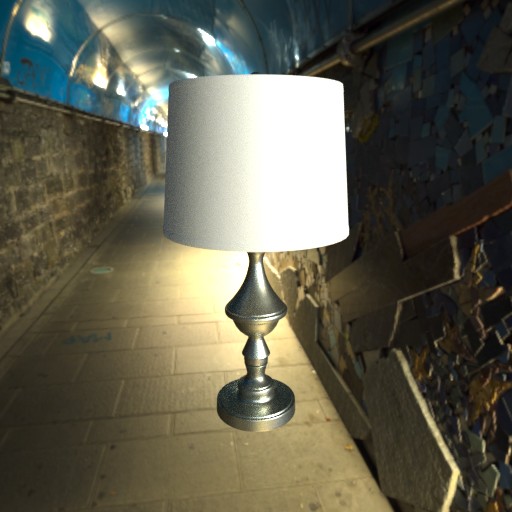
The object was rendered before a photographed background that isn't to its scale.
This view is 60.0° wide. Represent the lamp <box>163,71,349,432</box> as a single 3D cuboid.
[{"bbox_3d":[0.000,0.000,0.946,0.383,0.733,0.383,0,15,0],"label":"lamp"}]
